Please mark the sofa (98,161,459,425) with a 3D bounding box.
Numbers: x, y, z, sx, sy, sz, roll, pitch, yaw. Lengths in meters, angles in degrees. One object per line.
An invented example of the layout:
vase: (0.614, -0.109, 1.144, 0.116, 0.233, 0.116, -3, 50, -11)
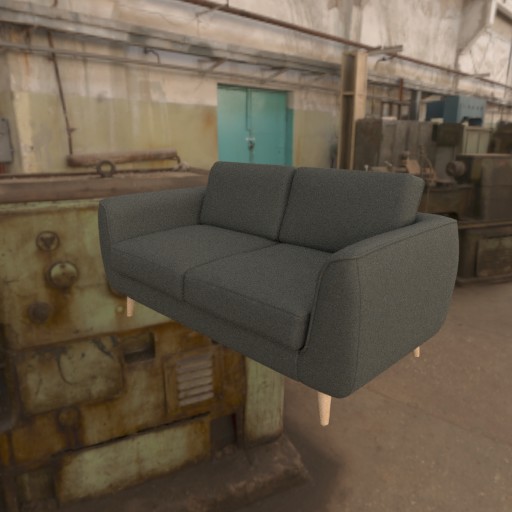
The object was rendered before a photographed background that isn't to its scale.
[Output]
sofa: (0.000, 0.000, 2.204, 0.920, 0.850, 1.700, -15, 21, -43)
